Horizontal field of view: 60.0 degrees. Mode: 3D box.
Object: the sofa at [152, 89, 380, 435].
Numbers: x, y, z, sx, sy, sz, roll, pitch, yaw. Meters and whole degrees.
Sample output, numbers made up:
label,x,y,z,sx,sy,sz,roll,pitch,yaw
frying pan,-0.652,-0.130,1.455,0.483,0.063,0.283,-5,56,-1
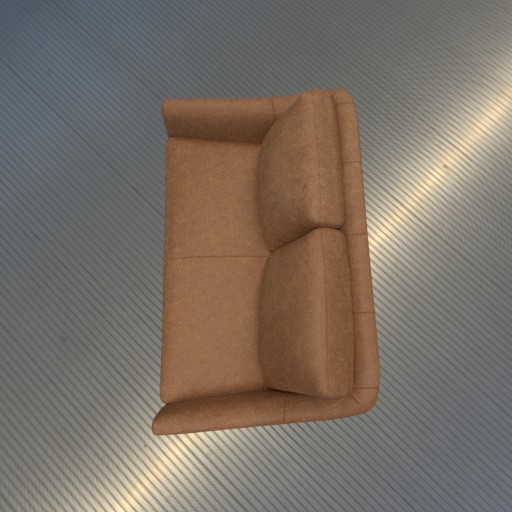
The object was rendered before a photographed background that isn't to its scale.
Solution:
label,x,y,z,sx,sy,sz,roll,pitch,yaw
sofa,0.000,0.000,2.209,0.960,0.902,1.619,-1,76,0
